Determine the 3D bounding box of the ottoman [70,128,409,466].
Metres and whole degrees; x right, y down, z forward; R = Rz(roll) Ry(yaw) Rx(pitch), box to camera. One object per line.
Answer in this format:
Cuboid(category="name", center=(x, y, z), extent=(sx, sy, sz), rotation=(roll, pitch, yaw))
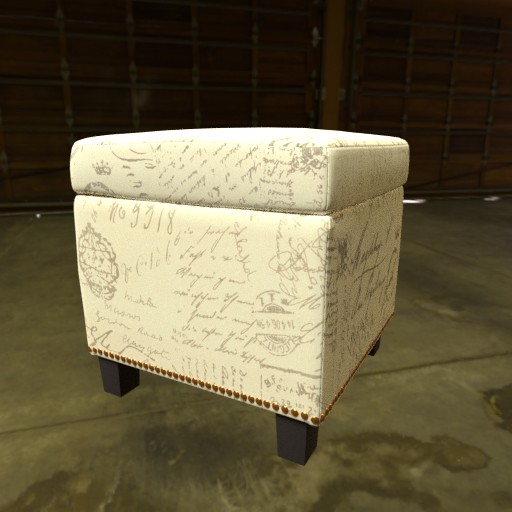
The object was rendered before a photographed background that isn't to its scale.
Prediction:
Cuboid(category="ottoman", center=(0.000, 0.000, 0.826), extent=(0.449, 0.457, 0.450), rotation=(8, 17, 28))
